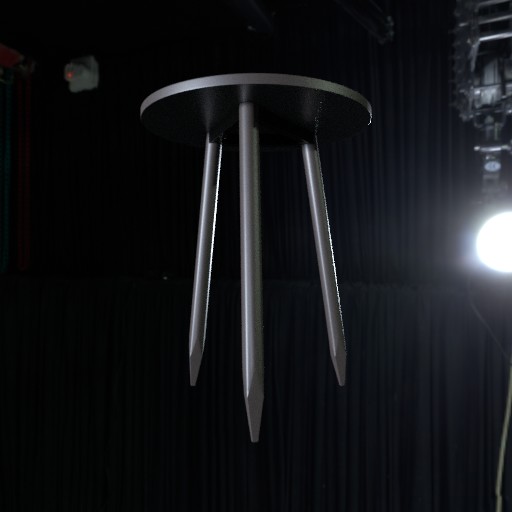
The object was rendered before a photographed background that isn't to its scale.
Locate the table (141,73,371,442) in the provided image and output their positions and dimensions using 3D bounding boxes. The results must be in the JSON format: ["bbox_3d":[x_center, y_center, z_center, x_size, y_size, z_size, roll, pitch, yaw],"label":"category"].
[{"bbox_3d":[0.000,0.000,0.911,0.457,0.585,0.457,0,0,0],"label":"table"}]
